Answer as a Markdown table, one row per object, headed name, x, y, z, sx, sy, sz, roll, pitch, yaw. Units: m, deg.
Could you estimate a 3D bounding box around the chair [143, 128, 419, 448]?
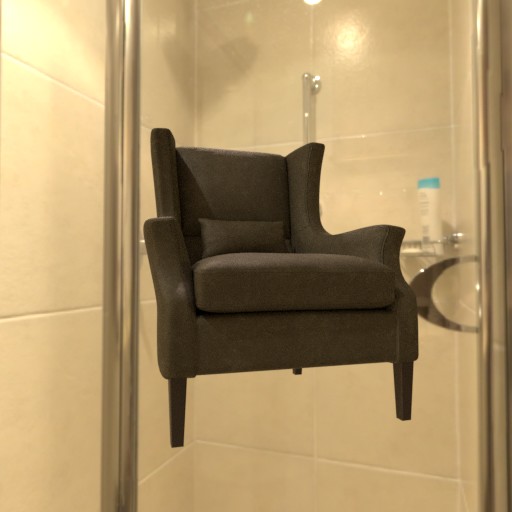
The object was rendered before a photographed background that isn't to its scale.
| name | x | y | z | sx | sy | sz | roll | pitch | yaw |
| --- | --- | --- | --- | --- | --- | --- | --- | --- | --- |
| chair | 0.000 | 0.000 | 1.665 | 0.853 | 1.016 | 0.926 | 1 | -2 | -17 |
